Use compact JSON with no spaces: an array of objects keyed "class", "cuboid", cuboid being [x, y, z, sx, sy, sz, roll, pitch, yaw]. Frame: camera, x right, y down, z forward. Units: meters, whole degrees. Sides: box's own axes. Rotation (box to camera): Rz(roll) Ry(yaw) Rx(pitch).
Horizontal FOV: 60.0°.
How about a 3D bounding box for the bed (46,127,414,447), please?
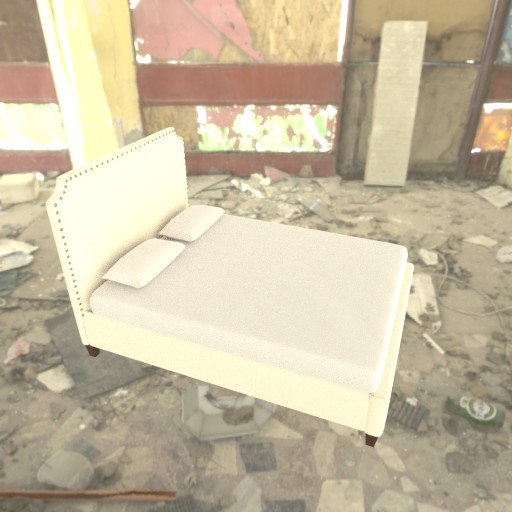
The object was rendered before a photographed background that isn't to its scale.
[{"class":"bed","cuboid":[0.000,0.000,3.519,2.372,1.497,1.712,11,32,19]}]
